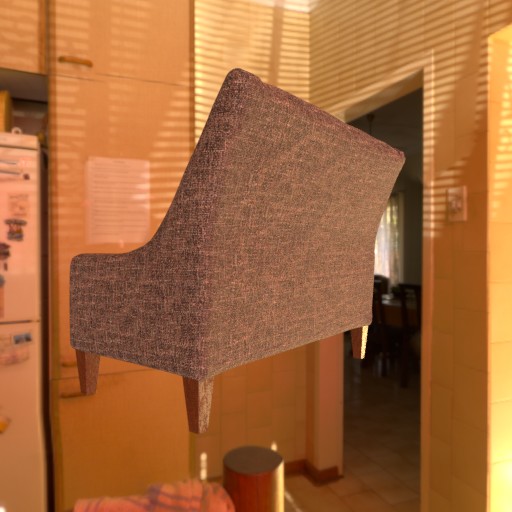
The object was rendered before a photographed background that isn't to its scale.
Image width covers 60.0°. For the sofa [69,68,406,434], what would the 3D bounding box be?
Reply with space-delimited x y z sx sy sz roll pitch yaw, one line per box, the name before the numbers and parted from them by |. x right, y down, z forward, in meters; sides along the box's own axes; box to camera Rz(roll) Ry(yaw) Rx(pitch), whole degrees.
sofa | 0.000 0.000 1.883 0.870 1.021 1.242 1 1 37
